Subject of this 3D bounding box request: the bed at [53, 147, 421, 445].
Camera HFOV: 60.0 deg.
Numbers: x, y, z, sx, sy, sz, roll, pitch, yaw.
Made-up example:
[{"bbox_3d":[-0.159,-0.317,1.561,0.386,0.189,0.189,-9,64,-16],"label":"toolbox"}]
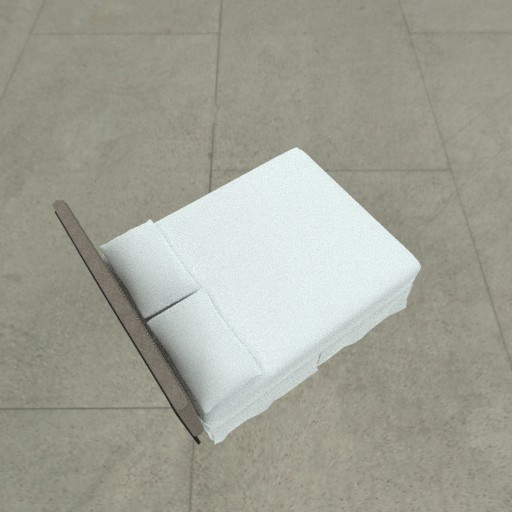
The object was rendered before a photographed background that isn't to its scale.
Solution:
[{"bbox_3d":[0.000,0.000,3.370,2.153,1.518,1.713,-32,64,-18],"label":"bed"}]
